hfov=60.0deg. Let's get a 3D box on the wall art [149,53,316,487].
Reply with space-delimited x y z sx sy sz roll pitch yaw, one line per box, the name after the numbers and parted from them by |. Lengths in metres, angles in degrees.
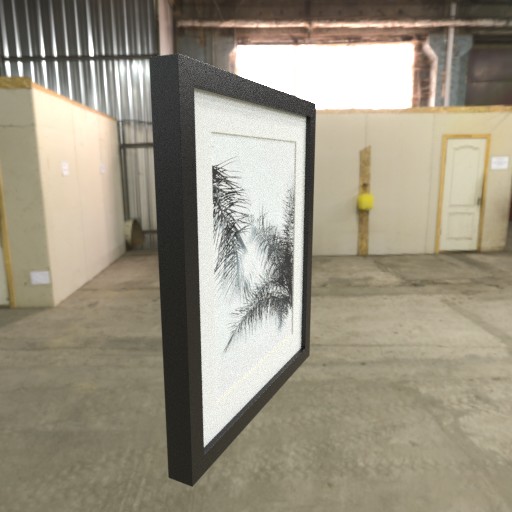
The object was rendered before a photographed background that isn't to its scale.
0.000 0.000 0.527 0.028 0.380 0.325 6 13 26 | wall art
